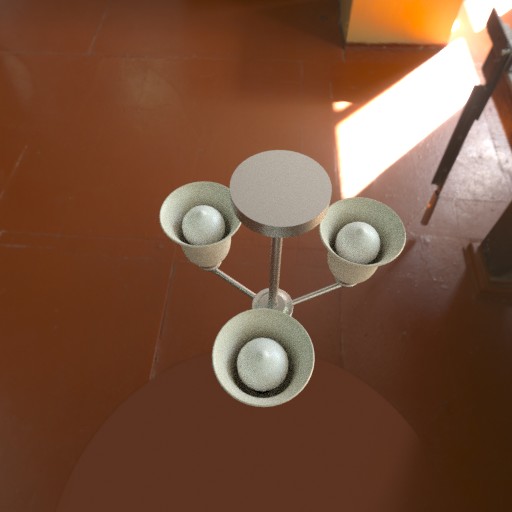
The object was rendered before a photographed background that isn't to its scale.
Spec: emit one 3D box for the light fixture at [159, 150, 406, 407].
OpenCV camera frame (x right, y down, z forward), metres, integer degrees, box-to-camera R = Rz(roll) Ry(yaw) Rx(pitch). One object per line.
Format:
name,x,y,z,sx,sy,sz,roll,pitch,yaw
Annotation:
light fixture,0.000,0.000,0.689,0.354,0.370,0.388,33,63,20
